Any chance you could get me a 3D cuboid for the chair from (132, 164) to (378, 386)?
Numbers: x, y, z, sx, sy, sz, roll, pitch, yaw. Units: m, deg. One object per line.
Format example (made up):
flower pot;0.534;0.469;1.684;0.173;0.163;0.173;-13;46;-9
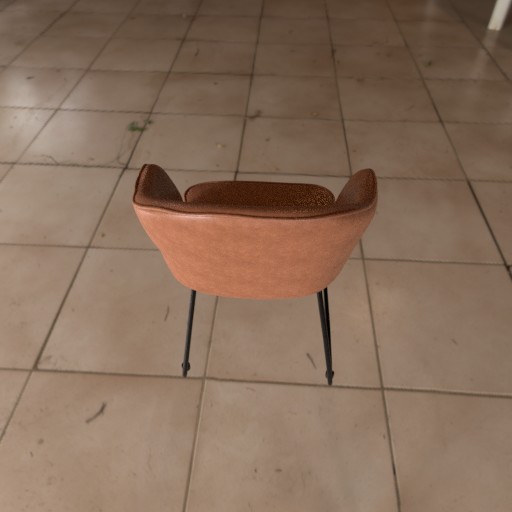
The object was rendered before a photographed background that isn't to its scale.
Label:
chair;0.000;0.000;1.213;0.582;0.785;0.580;2;46;2
